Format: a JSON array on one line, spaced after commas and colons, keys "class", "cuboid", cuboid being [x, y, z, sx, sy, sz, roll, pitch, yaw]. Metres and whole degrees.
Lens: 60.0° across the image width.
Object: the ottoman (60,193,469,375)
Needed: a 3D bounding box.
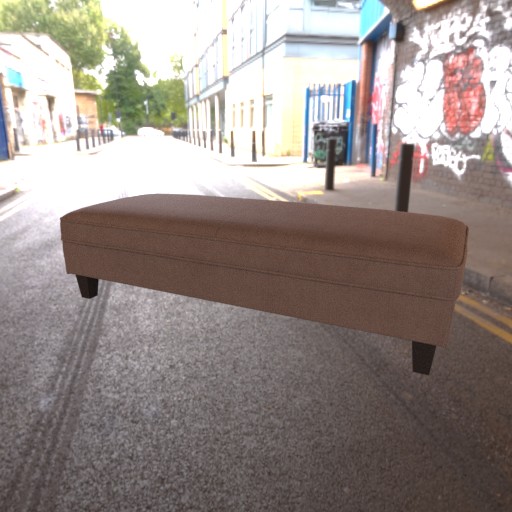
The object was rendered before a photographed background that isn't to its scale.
[{"class": "ottoman", "cuboid": [0.000, 0.000, 2.069, 1.764, 0.470, 0.751, 8, 18, 25]}]
